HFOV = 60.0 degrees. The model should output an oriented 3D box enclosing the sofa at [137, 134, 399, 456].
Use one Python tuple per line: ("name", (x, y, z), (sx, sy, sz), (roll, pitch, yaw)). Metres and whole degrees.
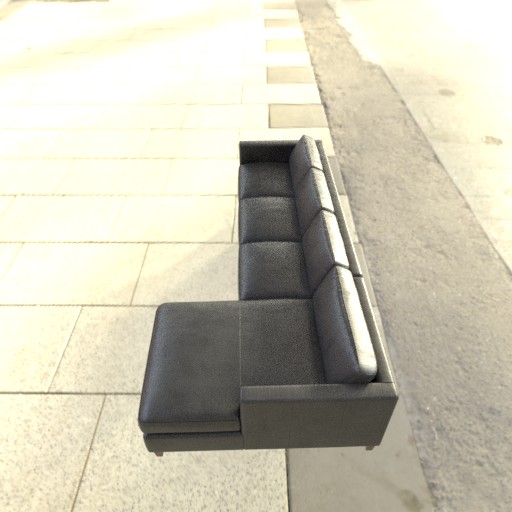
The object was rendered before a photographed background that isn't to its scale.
("sofa", (0.000, 0.000, 3.940), (1.581, 0.883, 3.203), (-1, 42, -1))
